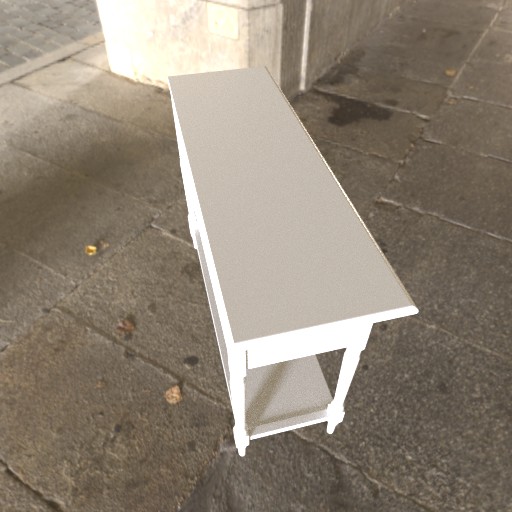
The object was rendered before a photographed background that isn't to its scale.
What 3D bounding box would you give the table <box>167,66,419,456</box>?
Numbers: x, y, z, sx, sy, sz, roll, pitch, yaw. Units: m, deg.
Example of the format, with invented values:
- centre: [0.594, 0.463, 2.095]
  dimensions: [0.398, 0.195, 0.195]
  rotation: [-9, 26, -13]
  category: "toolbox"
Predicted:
- centre: [0.000, 0.000, 1.555]
  dimensions: [0.384, 0.808, 1.197]
  rotation: [-10, 47, -10]
  category: "table"
